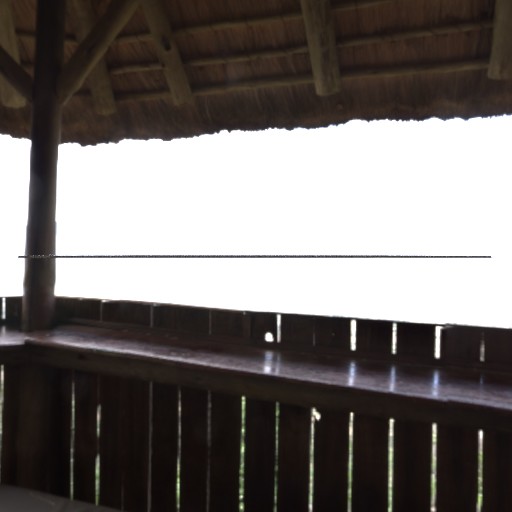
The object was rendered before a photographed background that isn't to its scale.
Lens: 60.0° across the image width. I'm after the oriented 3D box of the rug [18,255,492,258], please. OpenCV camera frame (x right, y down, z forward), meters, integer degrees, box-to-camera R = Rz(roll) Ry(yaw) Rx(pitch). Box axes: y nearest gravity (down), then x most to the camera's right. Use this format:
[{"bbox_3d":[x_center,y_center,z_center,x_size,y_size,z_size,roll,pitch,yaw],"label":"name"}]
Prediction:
[{"bbox_3d":[0.000,0.000,4.119,3.123,0.017,2.447,0,0,1],"label":"rug"}]
